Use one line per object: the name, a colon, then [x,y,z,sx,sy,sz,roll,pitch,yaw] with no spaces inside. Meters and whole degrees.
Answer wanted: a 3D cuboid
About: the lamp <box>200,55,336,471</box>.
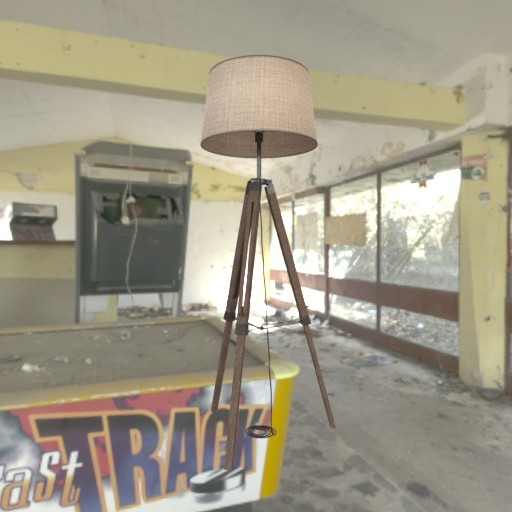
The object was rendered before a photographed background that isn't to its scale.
lamp: [0.000,0.000,1.835,0.604,1.510,0.587,0,1,18]
